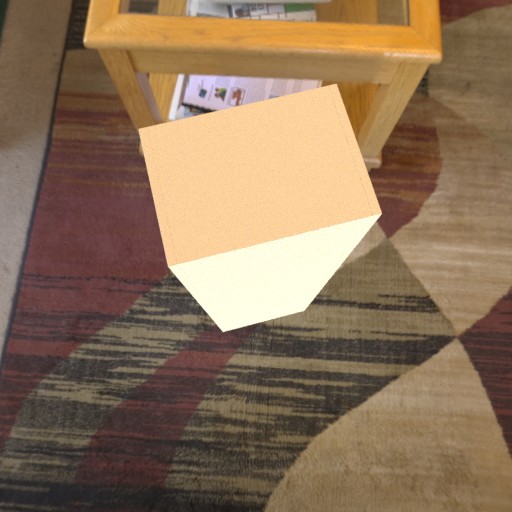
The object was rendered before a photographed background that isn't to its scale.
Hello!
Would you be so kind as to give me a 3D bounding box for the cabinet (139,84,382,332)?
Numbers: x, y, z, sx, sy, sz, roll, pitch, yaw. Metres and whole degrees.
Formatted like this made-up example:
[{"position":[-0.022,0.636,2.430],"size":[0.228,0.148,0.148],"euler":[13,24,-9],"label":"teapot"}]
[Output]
[{"position":[0.000,0.000,1.489],"size":[0.400,1.350,0.300],"euler":[-14,76,-4],"label":"cabinet"}]
